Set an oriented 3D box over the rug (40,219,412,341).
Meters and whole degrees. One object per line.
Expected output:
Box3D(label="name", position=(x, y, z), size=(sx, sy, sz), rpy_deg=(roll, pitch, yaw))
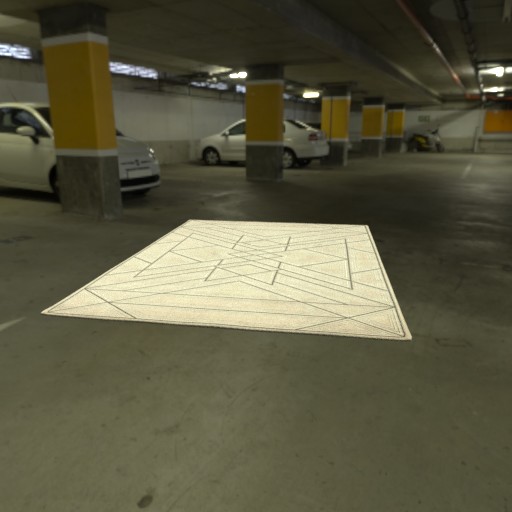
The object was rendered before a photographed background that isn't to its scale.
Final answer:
Box3D(label="rug", position=(0.000, 0.000, 4.415), size=(2.436, 0.026, 3.381), rpy_deg=(3, 16, 9))
